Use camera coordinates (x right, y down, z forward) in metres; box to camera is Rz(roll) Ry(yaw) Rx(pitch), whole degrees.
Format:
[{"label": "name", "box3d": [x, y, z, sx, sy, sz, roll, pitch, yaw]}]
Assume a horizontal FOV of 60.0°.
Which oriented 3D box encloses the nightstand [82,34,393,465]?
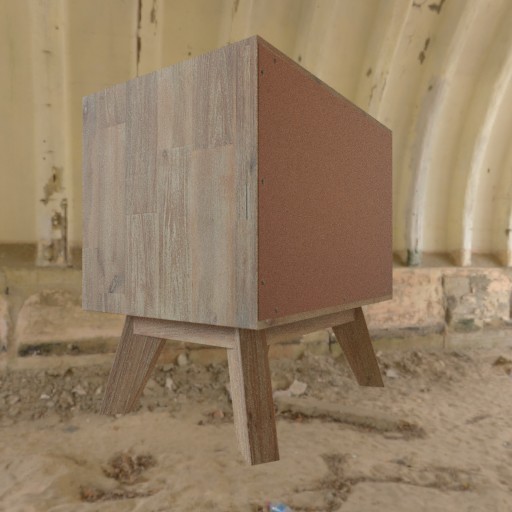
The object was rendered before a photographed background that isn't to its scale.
[{"label": "nightstand", "box3d": [0.000, 0.000, 0.930, 0.396, 0.589, 0.552, 0, 0, 35]}]
